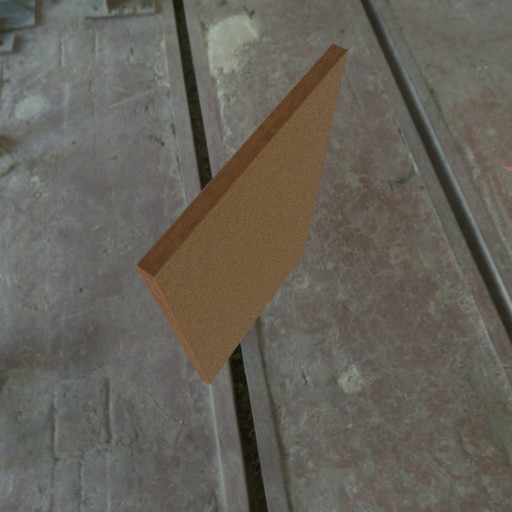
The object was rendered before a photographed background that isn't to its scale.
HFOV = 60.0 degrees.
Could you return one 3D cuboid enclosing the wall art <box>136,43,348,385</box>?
[{"bbox_3d":[0.000,0.000,1.203,0.037,0.914,0.610,32,68,14],"label":"wall art"}]
